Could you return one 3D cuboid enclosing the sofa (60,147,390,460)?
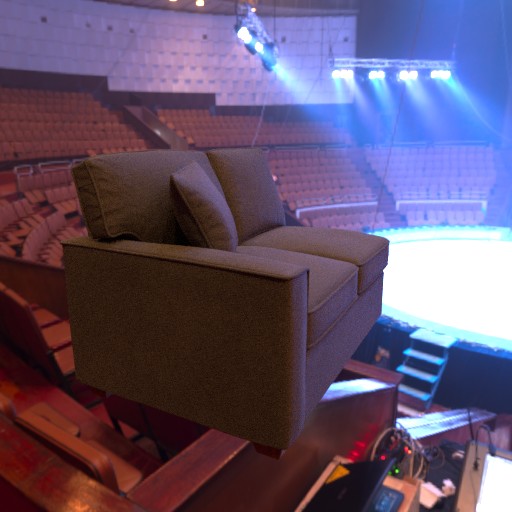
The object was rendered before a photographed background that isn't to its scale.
[{"bbox_3d":[0.000,0.000,2.086,0.991,0.989,1.388,7,16,27],"label":"sofa"}]
